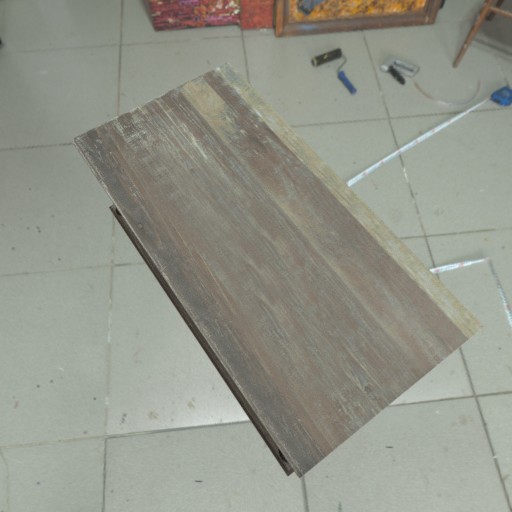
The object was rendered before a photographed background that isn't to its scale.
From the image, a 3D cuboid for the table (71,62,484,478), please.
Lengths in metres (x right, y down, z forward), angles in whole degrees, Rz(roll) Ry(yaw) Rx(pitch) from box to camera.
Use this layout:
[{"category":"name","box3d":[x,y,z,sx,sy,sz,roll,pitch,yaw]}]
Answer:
[{"category":"table","box3d":[0.000,0.000,1.353,0.554,0.399,1.088,-33,68,-15]}]
